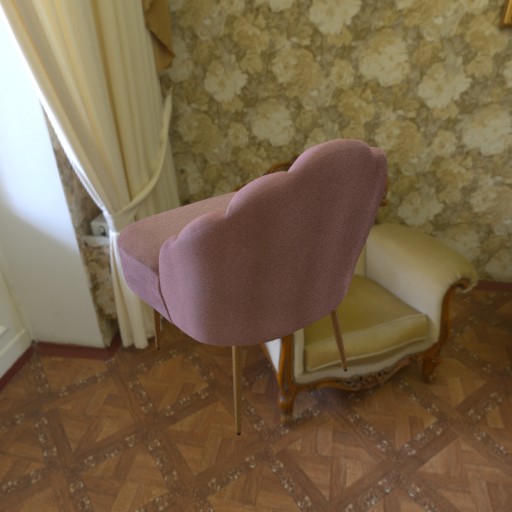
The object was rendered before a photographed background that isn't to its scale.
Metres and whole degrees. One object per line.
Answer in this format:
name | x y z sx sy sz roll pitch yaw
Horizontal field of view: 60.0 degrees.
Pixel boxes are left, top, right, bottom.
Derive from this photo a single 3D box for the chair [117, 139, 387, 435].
chair | 0.000 0.000 1.286 0.657 0.819 0.599 -20 37 -29
